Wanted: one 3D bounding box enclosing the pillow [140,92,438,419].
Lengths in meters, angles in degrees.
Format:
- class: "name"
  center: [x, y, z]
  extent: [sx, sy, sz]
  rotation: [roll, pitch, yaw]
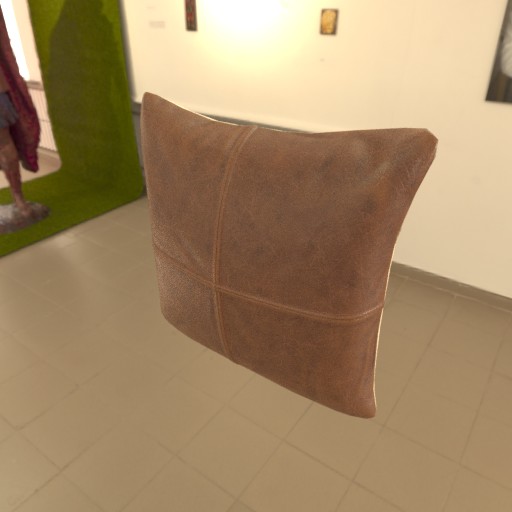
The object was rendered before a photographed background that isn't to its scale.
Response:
- class: "pillow"
  center: [0.000, 0.000, 0.717]
  extent: [0.484, 0.470, 0.192]
  rotation: [19, 35, 30]
